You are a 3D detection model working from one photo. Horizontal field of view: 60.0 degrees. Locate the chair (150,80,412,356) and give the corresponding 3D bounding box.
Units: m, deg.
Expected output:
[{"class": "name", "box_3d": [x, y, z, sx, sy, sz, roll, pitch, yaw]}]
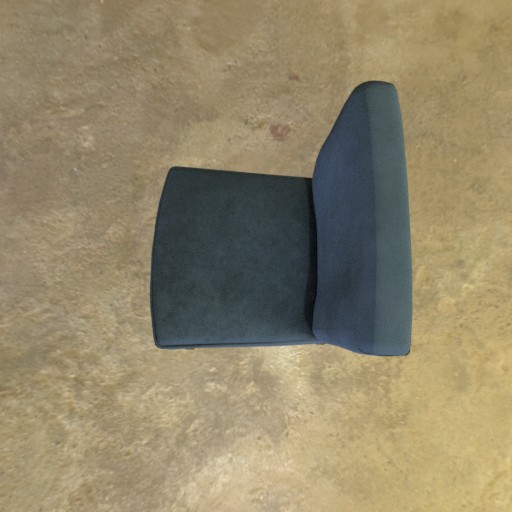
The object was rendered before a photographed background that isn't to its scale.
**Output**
[{"class": "chair", "box_3d": [0.000, 0.000, 1.178, 0.551, 0.806, 0.521, 2, 76, 0]}]
